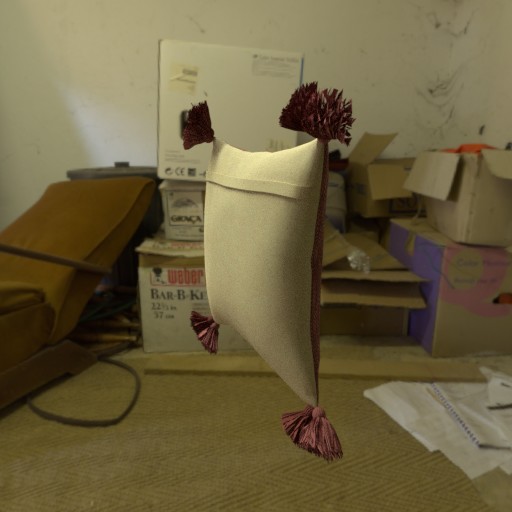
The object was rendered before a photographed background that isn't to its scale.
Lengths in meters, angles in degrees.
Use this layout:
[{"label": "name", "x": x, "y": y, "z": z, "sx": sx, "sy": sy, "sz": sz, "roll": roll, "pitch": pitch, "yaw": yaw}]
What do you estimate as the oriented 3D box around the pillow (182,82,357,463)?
[{"label": "pillow", "x": 0.000, "y": 0.000, "z": 0.943, "sx": 0.138, "sy": 0.659, "sz": 0.641, "roll": -7, "pitch": 16, "yaw": -26}]
